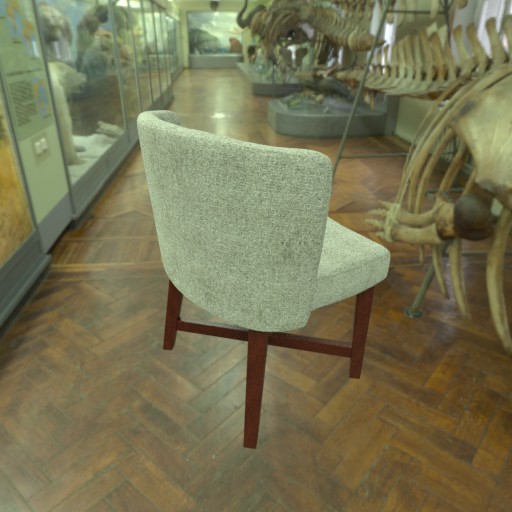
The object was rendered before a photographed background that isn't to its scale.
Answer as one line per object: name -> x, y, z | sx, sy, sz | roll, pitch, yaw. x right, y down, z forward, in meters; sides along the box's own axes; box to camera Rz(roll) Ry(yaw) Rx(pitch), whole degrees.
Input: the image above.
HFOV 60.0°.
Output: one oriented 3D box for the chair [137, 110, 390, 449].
chair -> 0.000, 0.000, 1.329 | 0.575, 0.827, 0.728 | -17, 31, -31
